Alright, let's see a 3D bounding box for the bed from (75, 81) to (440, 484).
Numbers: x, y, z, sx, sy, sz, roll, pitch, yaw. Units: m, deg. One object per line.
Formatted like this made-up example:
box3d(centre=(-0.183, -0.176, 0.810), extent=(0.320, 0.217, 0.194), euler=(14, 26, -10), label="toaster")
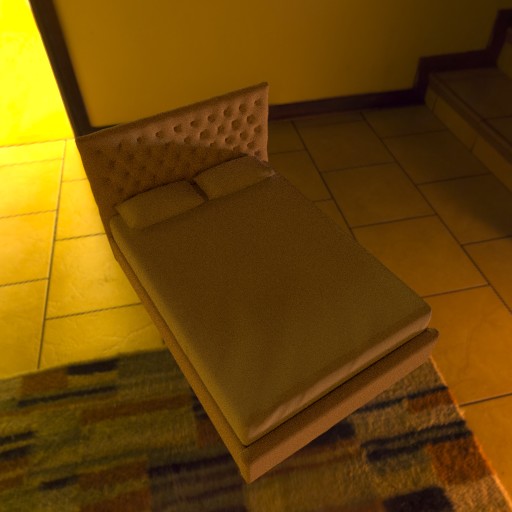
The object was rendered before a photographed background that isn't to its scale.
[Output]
box3d(centre=(0.000, 0.000, 3.399), extent=(1.698, 1.427, 2.387), euler=(-25, 52, -22), label="bed")
